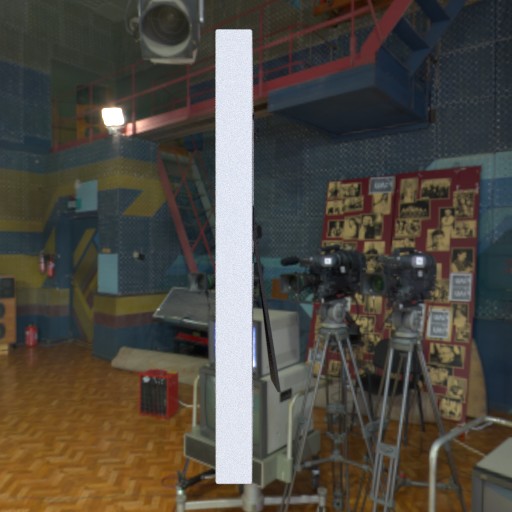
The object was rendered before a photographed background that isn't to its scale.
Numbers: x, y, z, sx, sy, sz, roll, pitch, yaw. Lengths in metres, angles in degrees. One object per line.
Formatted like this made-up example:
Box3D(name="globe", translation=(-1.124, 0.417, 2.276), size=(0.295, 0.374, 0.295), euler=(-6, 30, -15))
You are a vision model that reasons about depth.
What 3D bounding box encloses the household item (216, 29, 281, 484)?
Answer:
Box3D(name="household item", translation=(0.000, 0.000, 0.343), size=(0.045, 0.250, 0.200), euler=(0, 1, 0))
